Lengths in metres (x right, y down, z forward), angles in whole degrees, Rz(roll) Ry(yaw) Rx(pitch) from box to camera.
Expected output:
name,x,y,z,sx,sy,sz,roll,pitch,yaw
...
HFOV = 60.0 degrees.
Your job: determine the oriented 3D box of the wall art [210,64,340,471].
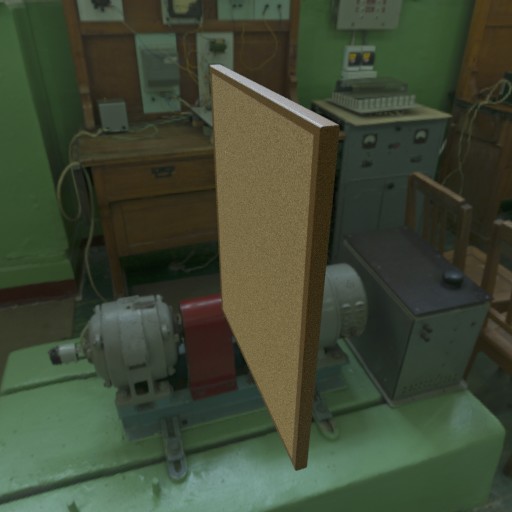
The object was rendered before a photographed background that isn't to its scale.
name,x,y,z,sx,sy,sz,roll,pitch,yaw
wall art,0.000,0.000,0.757,0.021,0.550,0.449,-10,32,-16
